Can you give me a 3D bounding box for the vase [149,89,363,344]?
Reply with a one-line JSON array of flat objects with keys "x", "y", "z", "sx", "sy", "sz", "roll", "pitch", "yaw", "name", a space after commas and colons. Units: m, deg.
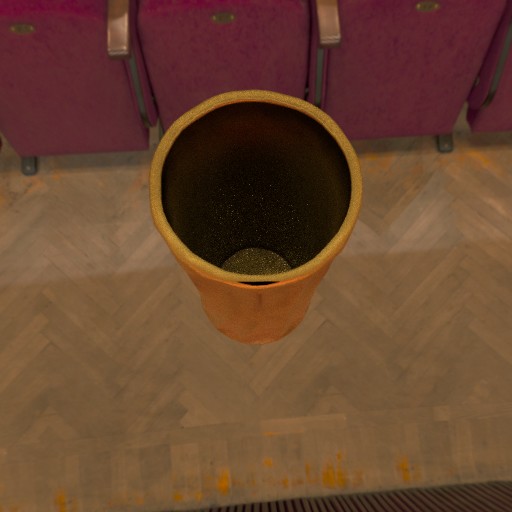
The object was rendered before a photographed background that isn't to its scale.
[{"x": 0.000, "y": 0.000, "z": 0.175, "sx": 0.061, "sy": 0.143, "sz": 0.061, "roll": 0, "pitch": 76, "yaw": 0, "name": "vase"}]
